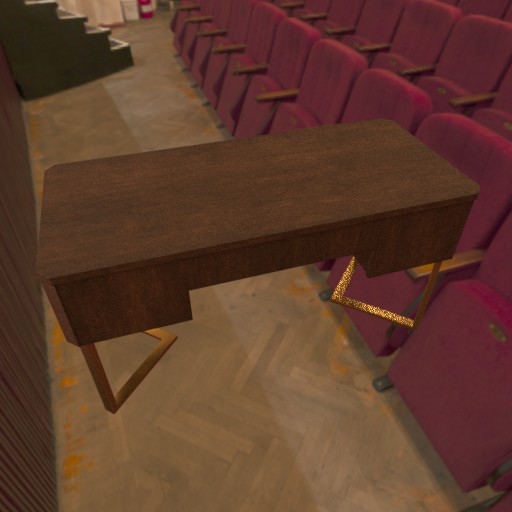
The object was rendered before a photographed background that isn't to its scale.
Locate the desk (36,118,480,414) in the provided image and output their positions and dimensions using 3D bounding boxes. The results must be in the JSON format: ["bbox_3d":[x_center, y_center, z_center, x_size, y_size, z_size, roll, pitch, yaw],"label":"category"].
[{"bbox_3d":[0.000,0.000,1.869,1.479,0.762,0.684,-12,42,-13],"label":"desk"}]
